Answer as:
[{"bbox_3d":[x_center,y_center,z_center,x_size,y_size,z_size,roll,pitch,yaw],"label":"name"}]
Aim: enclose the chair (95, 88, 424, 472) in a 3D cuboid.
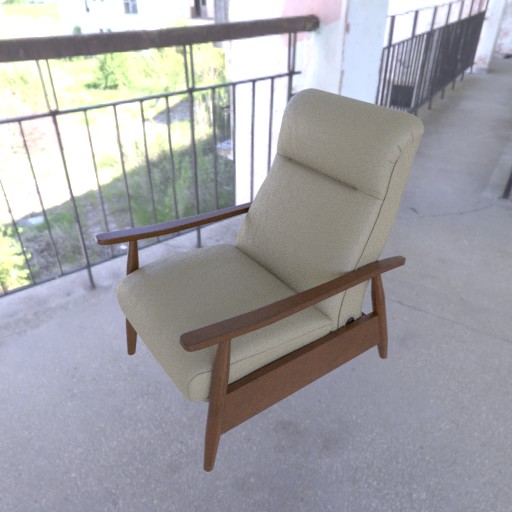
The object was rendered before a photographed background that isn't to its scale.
[{"bbox_3d":[0.000,0.000,1.761,1.014,1.082,0.762,-21,38,-30],"label":"chair"}]
